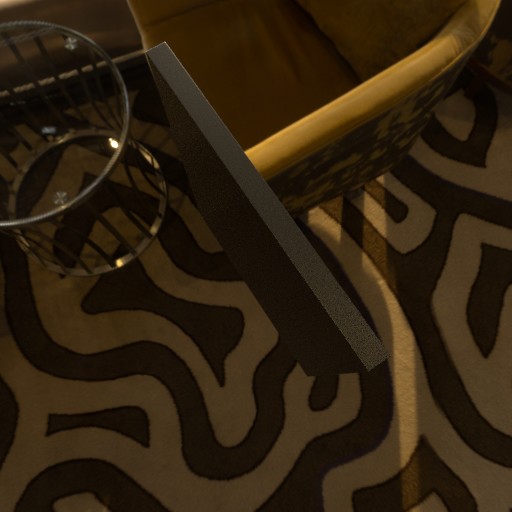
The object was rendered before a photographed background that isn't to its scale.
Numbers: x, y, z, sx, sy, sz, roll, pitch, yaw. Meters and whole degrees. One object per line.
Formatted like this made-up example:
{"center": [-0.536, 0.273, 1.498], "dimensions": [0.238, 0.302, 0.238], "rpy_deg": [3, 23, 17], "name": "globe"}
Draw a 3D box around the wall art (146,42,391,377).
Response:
{"center": [0.000, 0.000, 0.766], "dimensions": [0.028, 0.557, 0.457], "rpy_deg": [-32, 77, -9], "name": "wall art"}
